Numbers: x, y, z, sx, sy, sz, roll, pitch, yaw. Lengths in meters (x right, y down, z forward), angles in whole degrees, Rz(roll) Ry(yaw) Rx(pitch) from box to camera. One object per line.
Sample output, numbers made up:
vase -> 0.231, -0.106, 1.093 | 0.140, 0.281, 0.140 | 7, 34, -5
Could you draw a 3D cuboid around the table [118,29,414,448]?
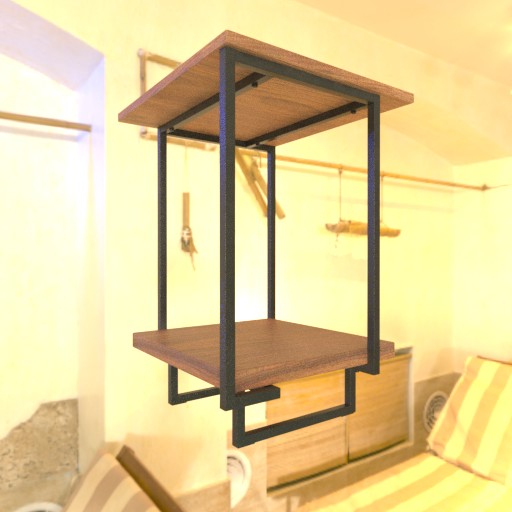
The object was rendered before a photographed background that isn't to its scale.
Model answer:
table -> 0.000, 0.000, 0.829 | 0.384, 0.567, 0.411 | 0, 0, -36
